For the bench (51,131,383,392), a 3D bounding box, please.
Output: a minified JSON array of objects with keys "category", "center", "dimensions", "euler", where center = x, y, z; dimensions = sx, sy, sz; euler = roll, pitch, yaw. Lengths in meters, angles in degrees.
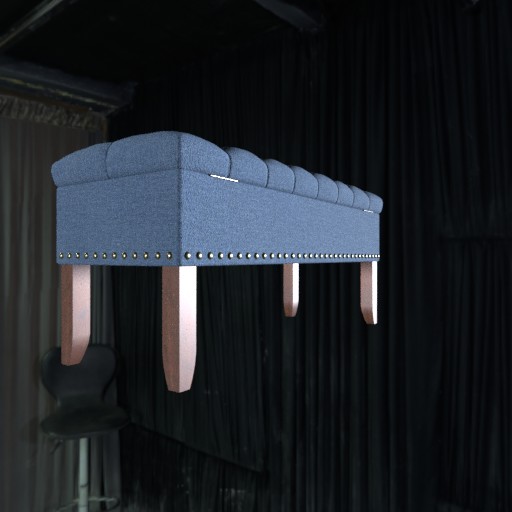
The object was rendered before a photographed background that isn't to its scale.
[{"category":"bench","center":[0.000,0.000,1.317],"dimensions":[0.417,0.492,1.052],"euler":[0,0,35]}]
